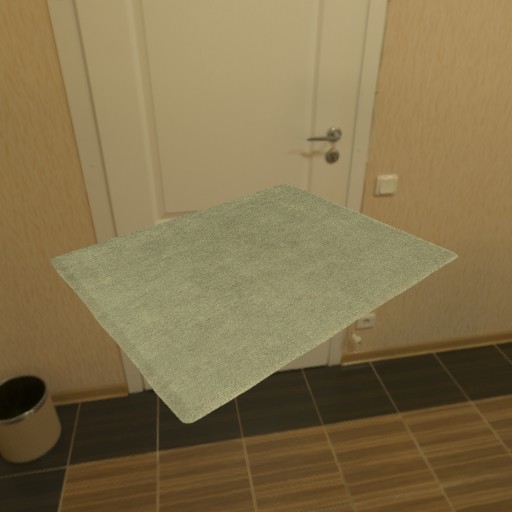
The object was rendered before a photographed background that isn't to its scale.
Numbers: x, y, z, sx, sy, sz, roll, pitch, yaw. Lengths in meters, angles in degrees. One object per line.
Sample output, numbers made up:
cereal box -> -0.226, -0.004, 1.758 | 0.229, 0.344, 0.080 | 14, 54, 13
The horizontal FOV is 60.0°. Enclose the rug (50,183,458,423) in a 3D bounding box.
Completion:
rug -> 0.000, 0.000, 3.996 | 2.933, 0.027, 2.332 | -23, 38, -33
